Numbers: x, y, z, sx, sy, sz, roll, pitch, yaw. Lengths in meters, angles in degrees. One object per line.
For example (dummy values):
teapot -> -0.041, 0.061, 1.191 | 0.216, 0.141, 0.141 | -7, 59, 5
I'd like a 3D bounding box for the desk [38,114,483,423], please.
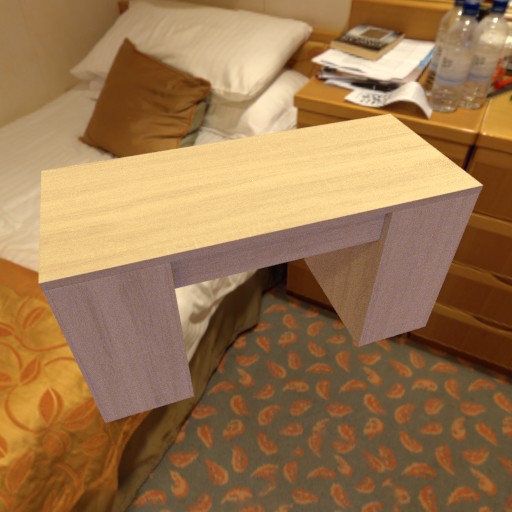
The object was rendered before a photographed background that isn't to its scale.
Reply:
desk -> 0.000, 0.000, 1.759 | 1.390, 0.740, 0.600 | -13, 44, -14
